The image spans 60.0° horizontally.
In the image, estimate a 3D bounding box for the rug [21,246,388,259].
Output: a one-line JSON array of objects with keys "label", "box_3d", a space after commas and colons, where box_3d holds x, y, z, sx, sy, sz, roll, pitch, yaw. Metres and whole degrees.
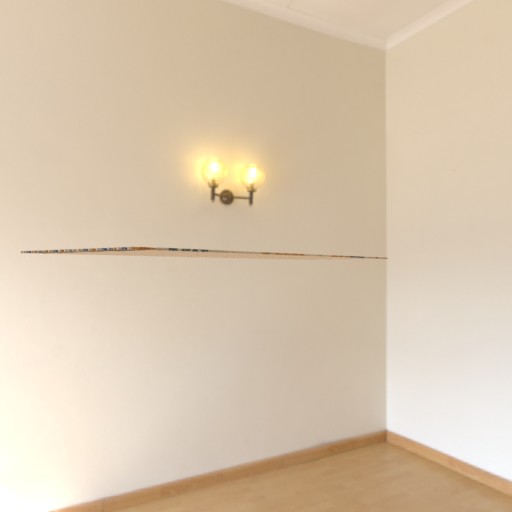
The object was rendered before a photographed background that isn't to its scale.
[{"label": "rug", "box_3d": [0.000, 0.000, 2.683, 0.783, 0.010, 2.437, -1, -2, 36]}]
